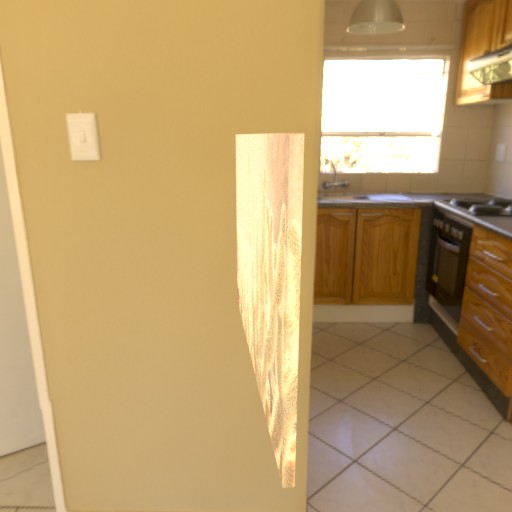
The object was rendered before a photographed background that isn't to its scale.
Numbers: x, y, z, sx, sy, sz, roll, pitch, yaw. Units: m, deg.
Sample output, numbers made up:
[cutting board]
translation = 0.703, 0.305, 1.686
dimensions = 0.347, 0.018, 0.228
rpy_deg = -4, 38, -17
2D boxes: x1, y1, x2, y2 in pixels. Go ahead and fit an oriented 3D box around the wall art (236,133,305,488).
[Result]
[wall art]
translation = 0.000, 0.000, 1.908
dimensions = 0.038, 1.012, 1.525
rpy_deg = -2, 15, -7
